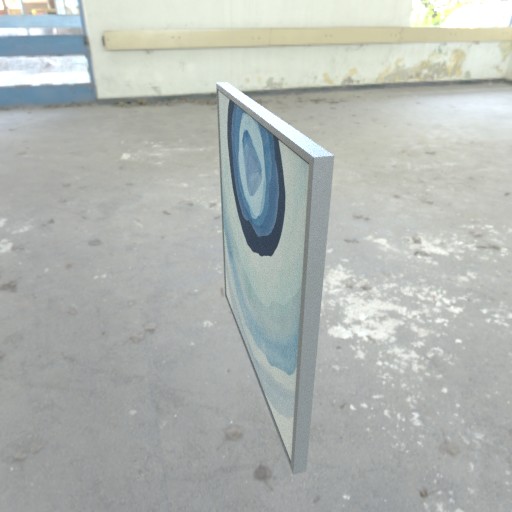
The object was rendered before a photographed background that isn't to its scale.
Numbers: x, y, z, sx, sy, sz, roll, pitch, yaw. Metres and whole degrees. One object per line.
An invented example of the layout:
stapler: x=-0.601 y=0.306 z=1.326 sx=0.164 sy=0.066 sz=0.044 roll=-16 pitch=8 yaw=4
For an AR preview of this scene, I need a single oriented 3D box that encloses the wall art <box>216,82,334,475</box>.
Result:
wall art: x=0.000 y=0.000 z=1.248 sx=0.038 sy=0.807 sz=0.809 roll=-8 pitch=30 yaw=-14
